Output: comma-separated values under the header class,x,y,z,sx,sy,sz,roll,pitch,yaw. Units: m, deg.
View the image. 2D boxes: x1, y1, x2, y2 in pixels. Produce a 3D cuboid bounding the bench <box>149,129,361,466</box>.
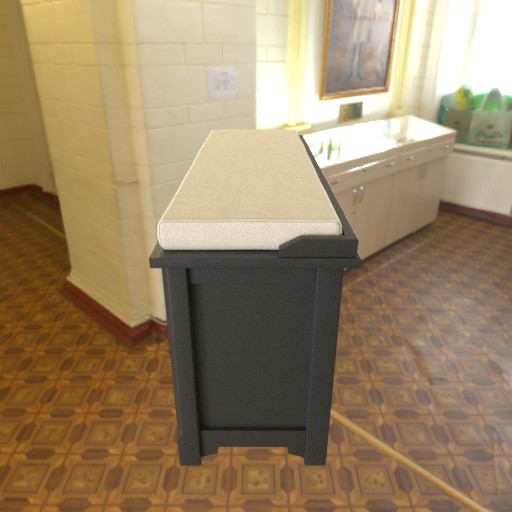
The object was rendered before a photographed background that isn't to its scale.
class,x,y,z,sx,sy,sz,roll,pitch,yaw
bench,0.000,0.000,1.250,0.345,0.561,0.973,0,25,0
